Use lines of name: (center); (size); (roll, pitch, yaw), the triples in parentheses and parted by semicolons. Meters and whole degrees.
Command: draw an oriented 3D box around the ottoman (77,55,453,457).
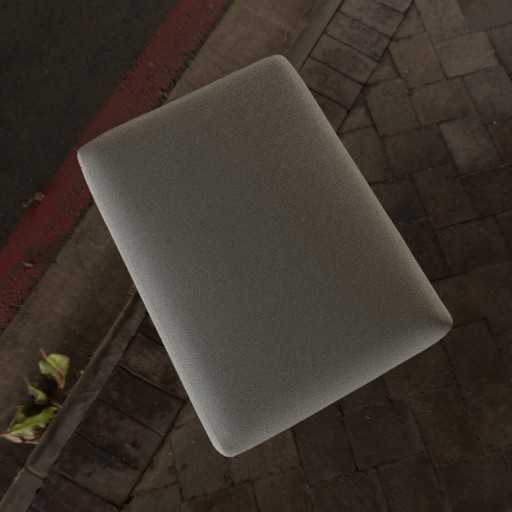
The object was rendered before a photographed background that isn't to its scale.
ottoman: (0.000, 0.000, 1.160); (0.569, 0.504, 0.773); (-27, 78, -6)
